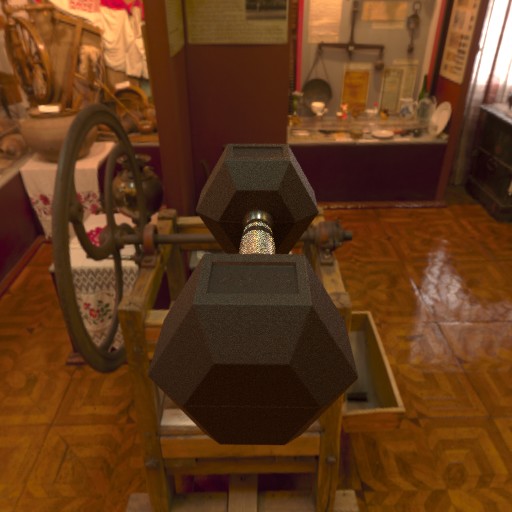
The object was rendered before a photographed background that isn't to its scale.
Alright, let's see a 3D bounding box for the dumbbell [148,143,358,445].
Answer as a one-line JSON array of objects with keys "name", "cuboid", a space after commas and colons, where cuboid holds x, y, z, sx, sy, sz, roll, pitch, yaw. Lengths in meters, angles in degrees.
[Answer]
[{"name": "dumbbell", "cuboid": [0.000, 0.000, 0.426, 0.141, 0.123, 0.356, 0, 32, 1]}]
